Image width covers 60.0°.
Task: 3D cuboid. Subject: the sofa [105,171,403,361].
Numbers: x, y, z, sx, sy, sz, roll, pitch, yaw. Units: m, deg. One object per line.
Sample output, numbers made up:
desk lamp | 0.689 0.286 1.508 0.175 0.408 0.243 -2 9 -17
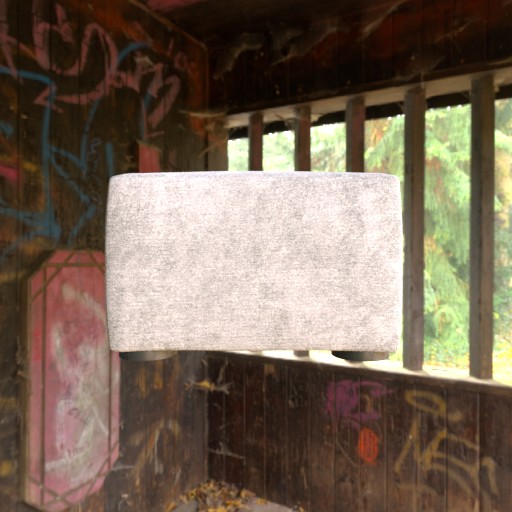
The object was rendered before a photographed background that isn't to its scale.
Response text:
sofa | 0.000 0.000 1.148 0.480 0.330 0.930 0 0 1
